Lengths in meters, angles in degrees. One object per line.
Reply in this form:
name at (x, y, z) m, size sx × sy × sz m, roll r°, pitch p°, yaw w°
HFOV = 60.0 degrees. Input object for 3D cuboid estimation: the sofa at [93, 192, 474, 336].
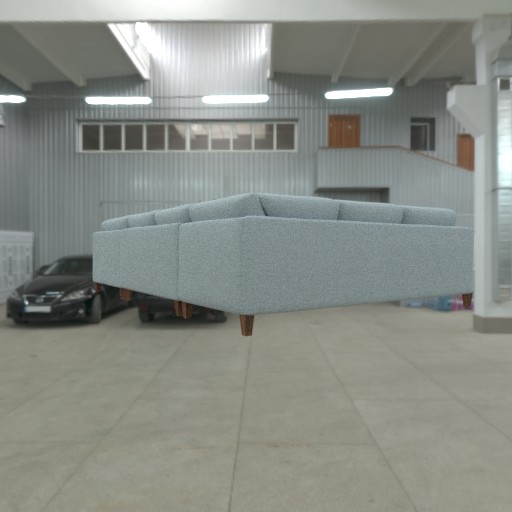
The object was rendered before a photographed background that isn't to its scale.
sofa at (0.000, 0.000, 4.690) m, size 2.551 × 0.889 × 3.403 m, roll -1°, pitch 1°, yaw -34°
